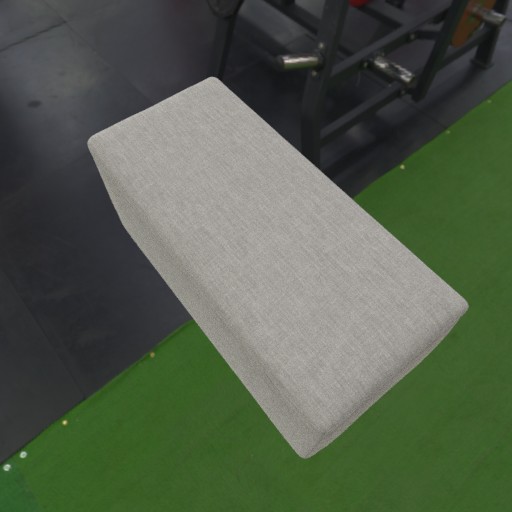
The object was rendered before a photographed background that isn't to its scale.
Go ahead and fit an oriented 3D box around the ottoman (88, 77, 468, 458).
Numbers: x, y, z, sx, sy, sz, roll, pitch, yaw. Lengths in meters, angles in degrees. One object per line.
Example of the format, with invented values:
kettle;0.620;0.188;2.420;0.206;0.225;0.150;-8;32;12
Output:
ottoman;0.000;0.000;1.149;0.419;0.432;0.902;-34;65;-18
